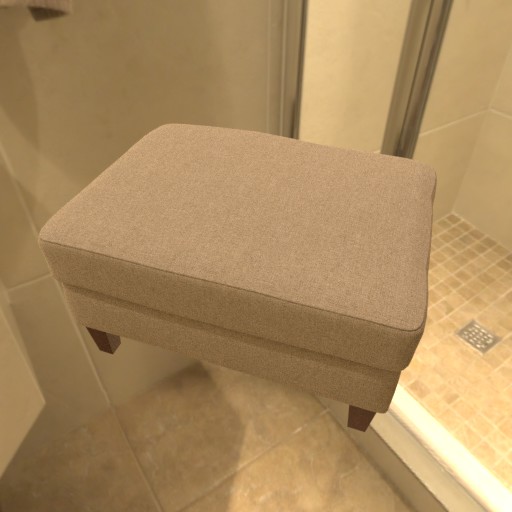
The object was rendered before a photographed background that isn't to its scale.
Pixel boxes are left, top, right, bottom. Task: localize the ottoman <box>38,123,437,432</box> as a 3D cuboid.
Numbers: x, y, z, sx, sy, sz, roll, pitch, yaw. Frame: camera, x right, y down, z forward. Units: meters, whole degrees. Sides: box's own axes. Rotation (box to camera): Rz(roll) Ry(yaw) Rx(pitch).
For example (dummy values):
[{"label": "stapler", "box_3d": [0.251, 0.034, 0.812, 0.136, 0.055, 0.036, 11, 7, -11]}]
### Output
[{"label": "ottoman", "box_3d": [0.000, 0.000, 1.289, 0.898, 0.519, 0.677, 13, 43, 14]}]
